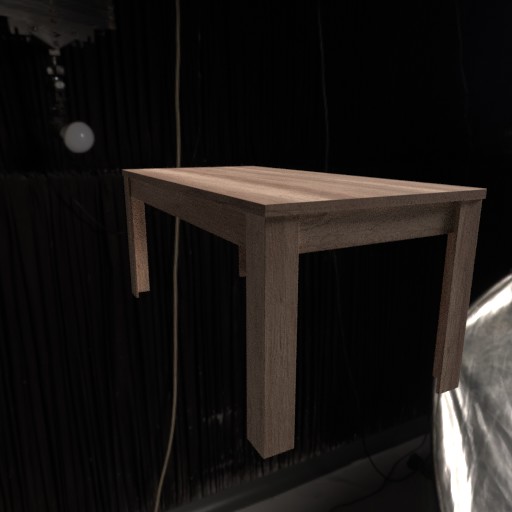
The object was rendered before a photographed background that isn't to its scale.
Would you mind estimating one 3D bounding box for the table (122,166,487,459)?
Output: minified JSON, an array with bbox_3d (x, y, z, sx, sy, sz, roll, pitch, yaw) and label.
[{"bbox_3d":[0.000,0.000,2.237,0.900,0.790,1.800,-7,16,-27],"label":"table"}]
